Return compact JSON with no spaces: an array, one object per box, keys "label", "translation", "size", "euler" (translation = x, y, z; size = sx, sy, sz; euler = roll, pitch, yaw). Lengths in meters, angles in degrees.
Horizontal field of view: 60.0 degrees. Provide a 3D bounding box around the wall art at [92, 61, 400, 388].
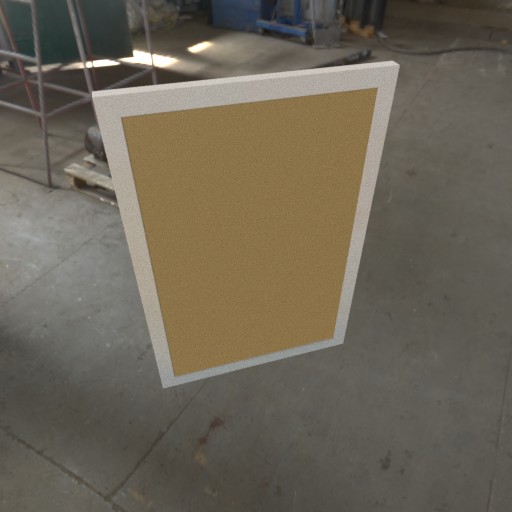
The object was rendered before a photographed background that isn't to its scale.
[{"label":"wall art","translation":[0.000,0.000,1.447],"size":[0.764,1.143,0.038],"euler":[-11,42,-12]}]
